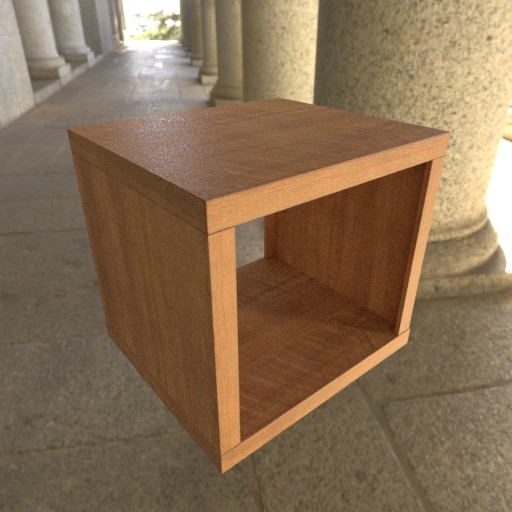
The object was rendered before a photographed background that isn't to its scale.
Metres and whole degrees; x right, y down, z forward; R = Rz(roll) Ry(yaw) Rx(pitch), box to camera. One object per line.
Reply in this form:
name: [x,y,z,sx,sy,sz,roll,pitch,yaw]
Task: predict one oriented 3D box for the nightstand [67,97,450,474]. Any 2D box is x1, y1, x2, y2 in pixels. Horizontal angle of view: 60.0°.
nightstand: [0.000,0.000,0.872,0.493,0.491,0.436,-22,36,-34]
